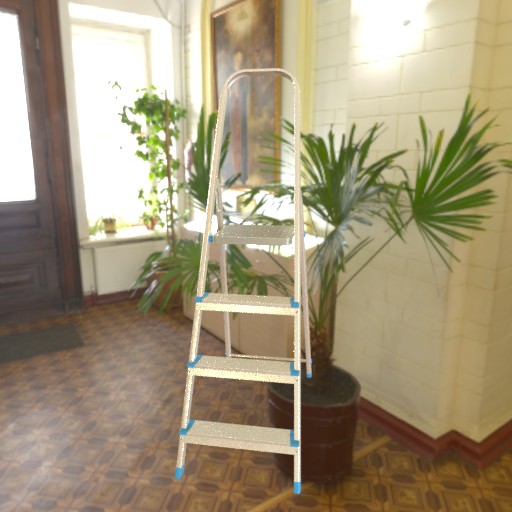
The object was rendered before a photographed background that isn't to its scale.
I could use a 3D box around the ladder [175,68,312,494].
[{"bbox_3d":[0.000,0.000,1.767,0.445,1.434,0.842,2,13,9],"label":"ladder"}]
